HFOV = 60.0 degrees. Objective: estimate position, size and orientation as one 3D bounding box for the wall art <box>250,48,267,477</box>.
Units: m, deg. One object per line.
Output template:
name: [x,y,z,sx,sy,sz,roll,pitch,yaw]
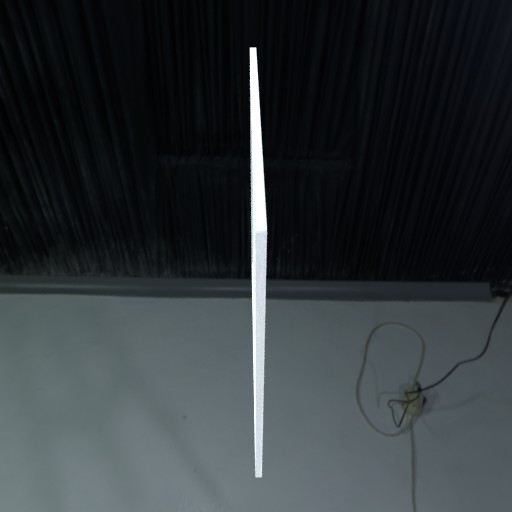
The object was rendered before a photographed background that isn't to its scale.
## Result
wall art: [0.000,0.000,0.850,0.013,0.584,0.584,-1,41,-1]
